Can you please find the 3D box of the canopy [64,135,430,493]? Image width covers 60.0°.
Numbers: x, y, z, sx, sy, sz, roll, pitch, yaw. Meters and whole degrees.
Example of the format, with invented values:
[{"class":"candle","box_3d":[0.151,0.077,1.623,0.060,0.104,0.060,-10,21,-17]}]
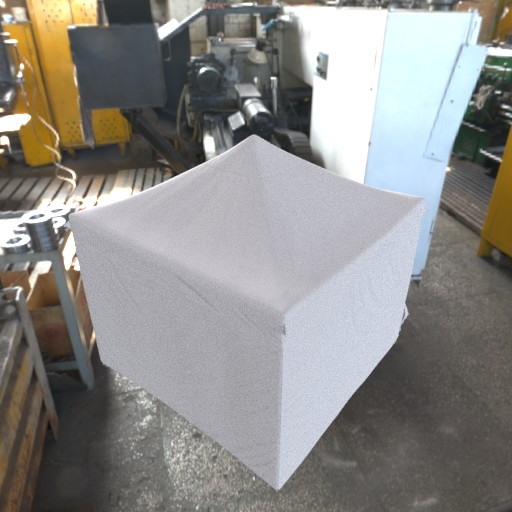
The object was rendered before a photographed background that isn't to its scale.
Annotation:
[{"class":"canopy","box_3d":[0.000,0.000,5.435,3.043,2.997,3.121,22,36,33]}]
